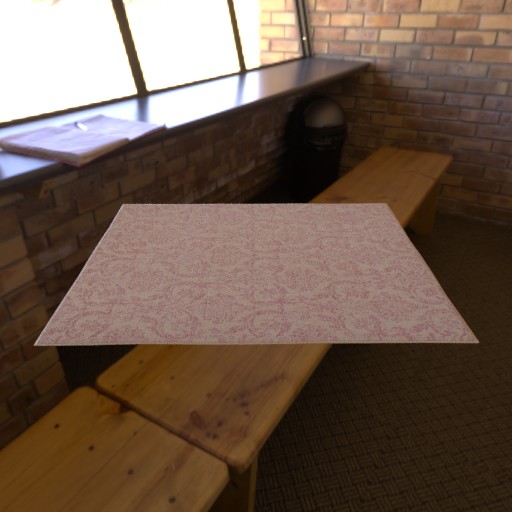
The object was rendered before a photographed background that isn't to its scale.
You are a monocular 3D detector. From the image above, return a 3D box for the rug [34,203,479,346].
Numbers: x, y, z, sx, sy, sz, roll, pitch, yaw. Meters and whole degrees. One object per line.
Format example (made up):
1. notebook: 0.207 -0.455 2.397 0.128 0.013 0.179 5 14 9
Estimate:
1. rug: 0.000 0.000 3.988 2.980 0.012 2.363 0 30 0
